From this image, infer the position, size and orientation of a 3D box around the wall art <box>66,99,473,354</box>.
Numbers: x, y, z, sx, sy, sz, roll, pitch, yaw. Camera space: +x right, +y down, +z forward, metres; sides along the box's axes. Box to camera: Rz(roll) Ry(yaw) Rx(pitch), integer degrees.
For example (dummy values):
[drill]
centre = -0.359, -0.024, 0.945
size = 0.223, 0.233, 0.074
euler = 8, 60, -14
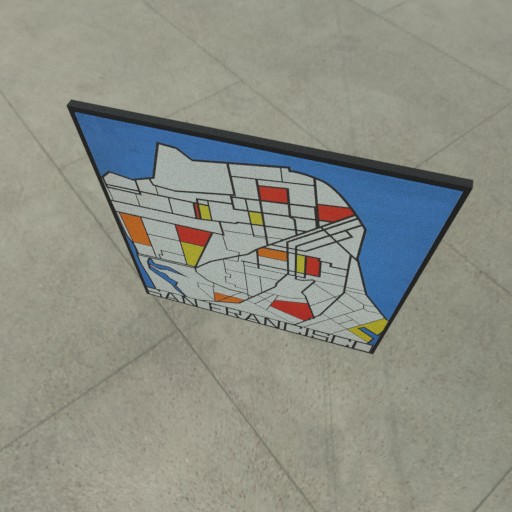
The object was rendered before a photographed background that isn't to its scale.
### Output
[wall art]
centre = 0.000, 0.000, 0.675
size = 0.458, 0.457, 0.013
euler = 14, 58, 9
